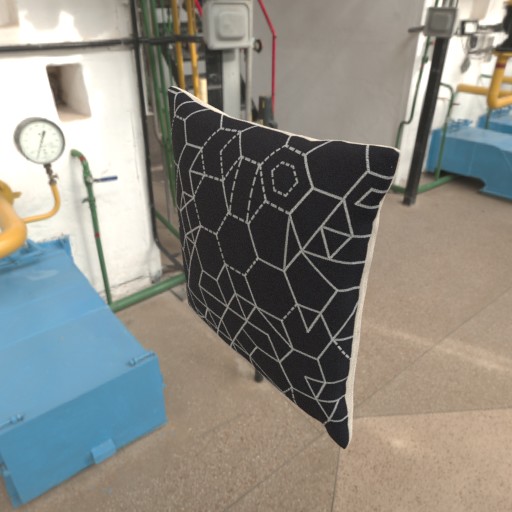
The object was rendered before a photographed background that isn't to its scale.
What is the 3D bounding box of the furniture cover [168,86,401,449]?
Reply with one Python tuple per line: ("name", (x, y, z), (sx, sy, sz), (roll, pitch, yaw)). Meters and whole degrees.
("furniture cover", (0.000, 0.000, 0.788), (0.158, 0.508, 0.517), (-22, 36, -32))
